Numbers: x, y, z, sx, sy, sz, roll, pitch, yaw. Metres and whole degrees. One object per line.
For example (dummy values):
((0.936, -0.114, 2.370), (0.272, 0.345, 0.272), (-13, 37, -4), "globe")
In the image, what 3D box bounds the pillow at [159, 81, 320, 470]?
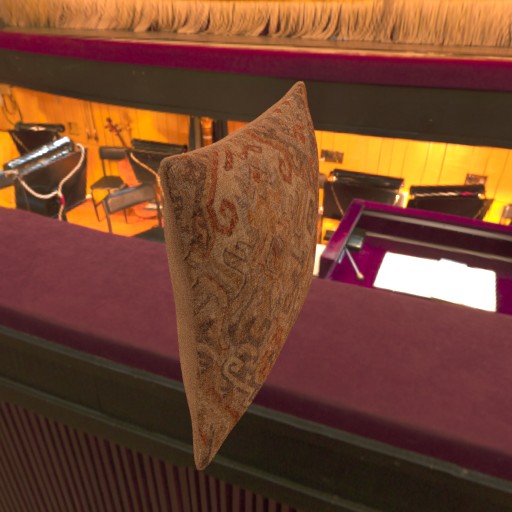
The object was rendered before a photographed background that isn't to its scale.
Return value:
((0.000, 0.000, 0.784), (0.166, 0.506, 0.523), (11, 32, 18), "pillow")
